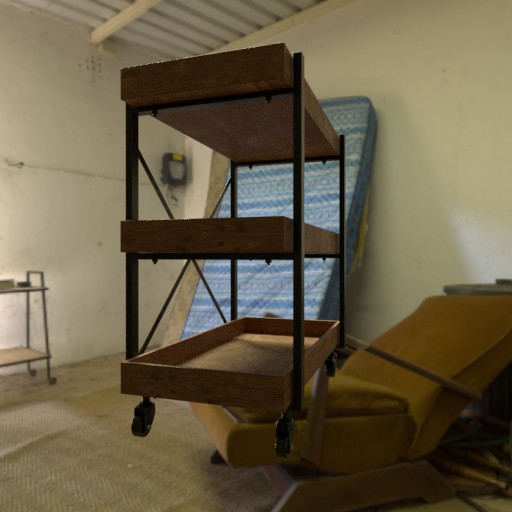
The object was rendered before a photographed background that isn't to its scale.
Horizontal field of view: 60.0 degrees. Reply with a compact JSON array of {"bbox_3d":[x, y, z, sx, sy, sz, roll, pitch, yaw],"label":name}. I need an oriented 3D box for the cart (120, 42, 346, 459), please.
[{"bbox_3d":[0.000,0.000,1.240,0.411,0.800,0.750,0,0,19],"label":"cart"}]
